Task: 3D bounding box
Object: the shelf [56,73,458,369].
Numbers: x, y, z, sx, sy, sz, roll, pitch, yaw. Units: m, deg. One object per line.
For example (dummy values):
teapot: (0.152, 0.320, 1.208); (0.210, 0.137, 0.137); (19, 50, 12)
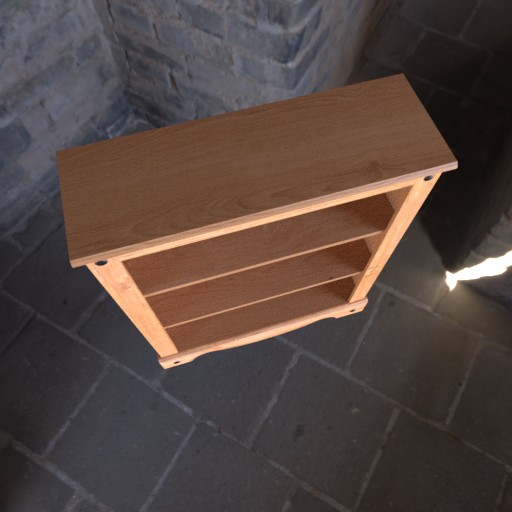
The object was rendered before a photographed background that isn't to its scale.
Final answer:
shelf: (0.000, 0.000, 1.415); (0.840, 0.980, 0.291); (-15, 65, -7)
